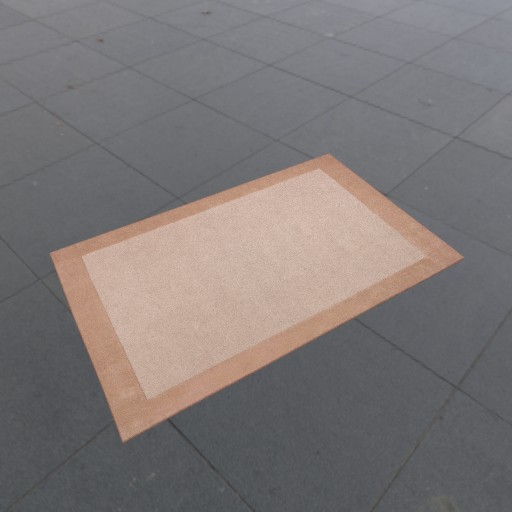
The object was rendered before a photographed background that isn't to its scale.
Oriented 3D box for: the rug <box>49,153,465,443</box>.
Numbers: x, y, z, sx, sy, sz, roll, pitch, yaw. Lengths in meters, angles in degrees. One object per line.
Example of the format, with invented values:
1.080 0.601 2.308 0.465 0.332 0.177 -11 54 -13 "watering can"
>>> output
0.000 0.000 3.059 2.438 0.014 1.524 -23 50 -21 "rug"
